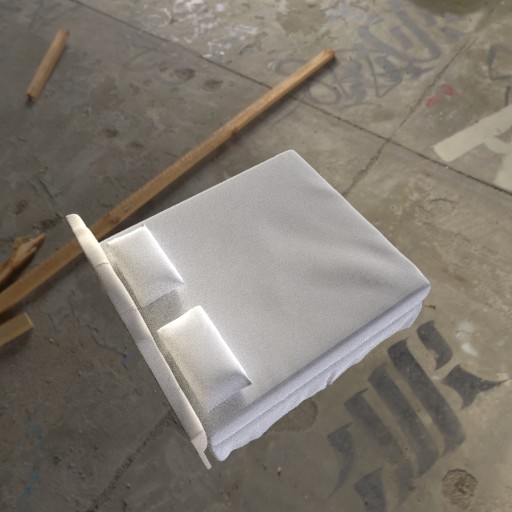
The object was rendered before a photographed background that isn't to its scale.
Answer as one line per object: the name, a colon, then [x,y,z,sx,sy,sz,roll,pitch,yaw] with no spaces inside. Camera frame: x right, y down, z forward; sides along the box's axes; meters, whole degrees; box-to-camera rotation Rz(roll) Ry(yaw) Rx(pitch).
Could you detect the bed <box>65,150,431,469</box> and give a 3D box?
bed: [0.000,0.000,3.505,2.214,1.615,2.008,-29,61,-18]
